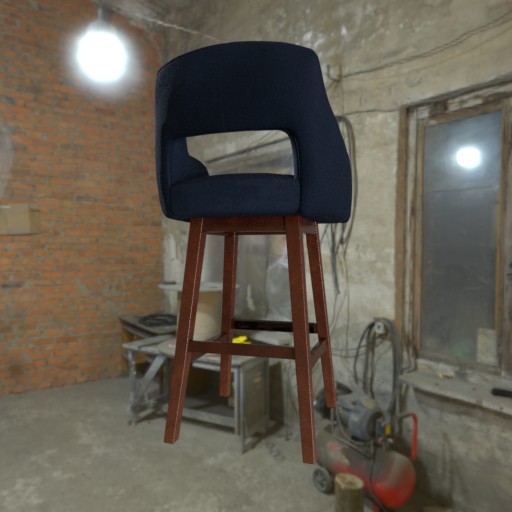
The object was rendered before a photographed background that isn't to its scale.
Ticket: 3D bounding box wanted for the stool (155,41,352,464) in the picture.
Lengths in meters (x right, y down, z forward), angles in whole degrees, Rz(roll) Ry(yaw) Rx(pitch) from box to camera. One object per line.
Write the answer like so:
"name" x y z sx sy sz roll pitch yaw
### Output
"stool" 0.000 0.000 1.339 0.550 1.041 0.560 0 1 17
